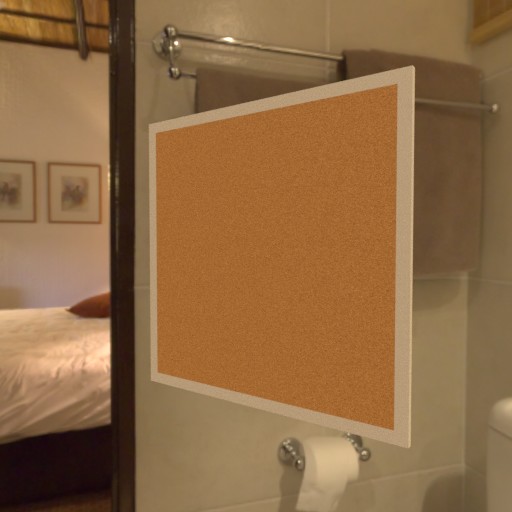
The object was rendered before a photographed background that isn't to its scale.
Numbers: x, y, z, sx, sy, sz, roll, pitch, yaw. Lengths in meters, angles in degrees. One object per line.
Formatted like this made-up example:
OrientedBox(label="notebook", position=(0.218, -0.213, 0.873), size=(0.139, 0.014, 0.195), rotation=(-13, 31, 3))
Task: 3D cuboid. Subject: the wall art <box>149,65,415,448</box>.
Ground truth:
OrientedBox(label="wall art", position=(0.000, 0.000, 0.663), size=(0.456, 0.457, 0.009), rotation=(1, 2, 35))
